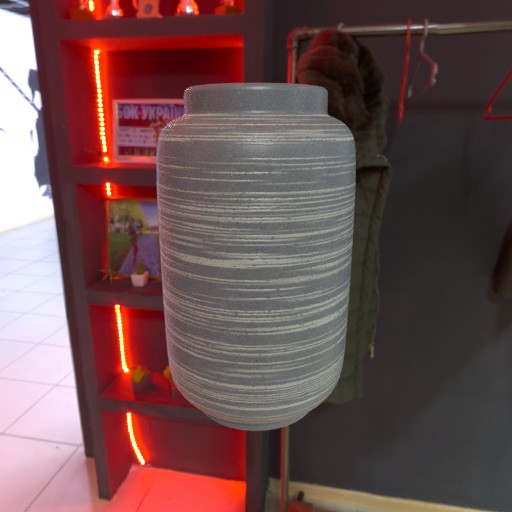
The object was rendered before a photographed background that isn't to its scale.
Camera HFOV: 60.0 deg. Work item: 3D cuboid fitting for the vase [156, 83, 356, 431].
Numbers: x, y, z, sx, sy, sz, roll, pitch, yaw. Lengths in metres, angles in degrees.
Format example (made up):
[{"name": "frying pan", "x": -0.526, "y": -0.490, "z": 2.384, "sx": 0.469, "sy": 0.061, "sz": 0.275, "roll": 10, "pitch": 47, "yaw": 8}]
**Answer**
[{"name": "vase", "x": 0.000, "y": 0.000, "z": 0.705, "sx": 0.297, "sy": 0.499, "sz": 0.297, "roll": 0, "pitch": 16, "yaw": 0}]
